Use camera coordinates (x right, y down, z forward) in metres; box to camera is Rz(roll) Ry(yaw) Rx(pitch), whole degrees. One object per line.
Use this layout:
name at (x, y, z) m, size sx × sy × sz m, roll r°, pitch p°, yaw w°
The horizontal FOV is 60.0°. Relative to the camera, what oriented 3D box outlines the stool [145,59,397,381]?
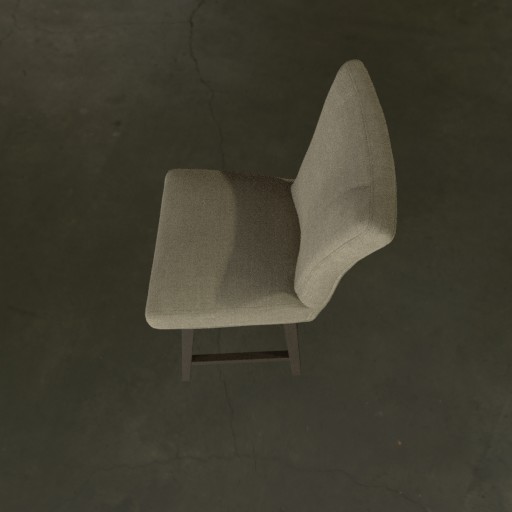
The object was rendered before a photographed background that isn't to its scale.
stool at (0.000, 0.000, 1.342) m, size 0.574 × 1.000 × 0.514 m, roll 1°, pitch 59°, yaw 0°
